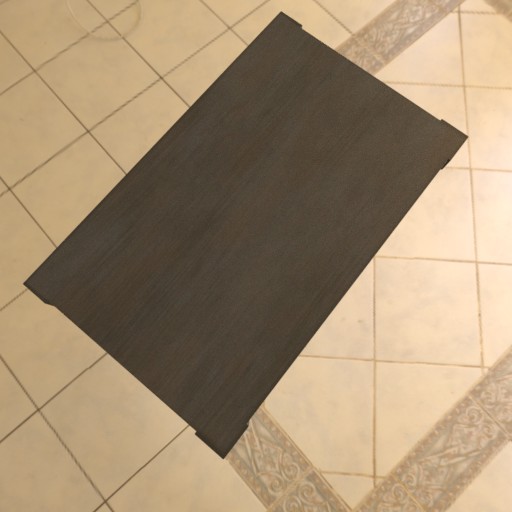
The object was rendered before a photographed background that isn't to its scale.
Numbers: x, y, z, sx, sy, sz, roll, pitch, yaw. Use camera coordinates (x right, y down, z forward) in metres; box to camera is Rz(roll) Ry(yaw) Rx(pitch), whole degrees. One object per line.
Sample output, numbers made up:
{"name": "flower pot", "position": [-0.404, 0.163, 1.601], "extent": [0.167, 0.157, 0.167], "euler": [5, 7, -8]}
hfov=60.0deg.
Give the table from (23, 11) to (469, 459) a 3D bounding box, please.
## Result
{"name": "table", "position": [0.000, 0.000, 1.048], "extent": [0.413, 0.660, 0.660], "euler": [38, 79, 9]}
